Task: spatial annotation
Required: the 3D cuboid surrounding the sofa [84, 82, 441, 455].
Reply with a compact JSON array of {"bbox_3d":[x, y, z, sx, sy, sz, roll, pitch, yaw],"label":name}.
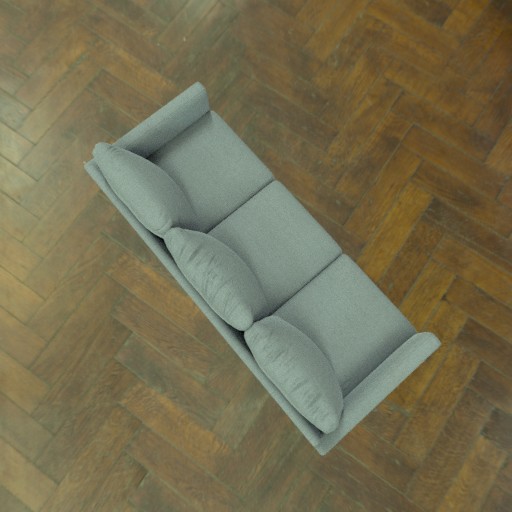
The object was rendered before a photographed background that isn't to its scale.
[{"bbox_3d":[0.000,0.000,2.519,0.850,0.830,2.000,-40,80,-8],"label":"sofa"}]
